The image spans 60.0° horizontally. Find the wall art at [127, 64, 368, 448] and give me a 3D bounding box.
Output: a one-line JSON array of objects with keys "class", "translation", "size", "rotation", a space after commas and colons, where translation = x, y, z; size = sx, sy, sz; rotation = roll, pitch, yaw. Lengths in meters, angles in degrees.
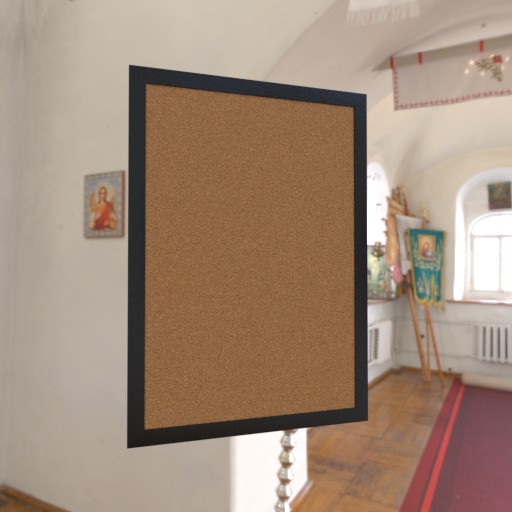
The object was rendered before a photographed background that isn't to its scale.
[{"class": "wall art", "translation": [0.000, 0.000, 0.548], "size": [0.304, 0.432, 0.013], "rotation": [0, -1, -17]}]
